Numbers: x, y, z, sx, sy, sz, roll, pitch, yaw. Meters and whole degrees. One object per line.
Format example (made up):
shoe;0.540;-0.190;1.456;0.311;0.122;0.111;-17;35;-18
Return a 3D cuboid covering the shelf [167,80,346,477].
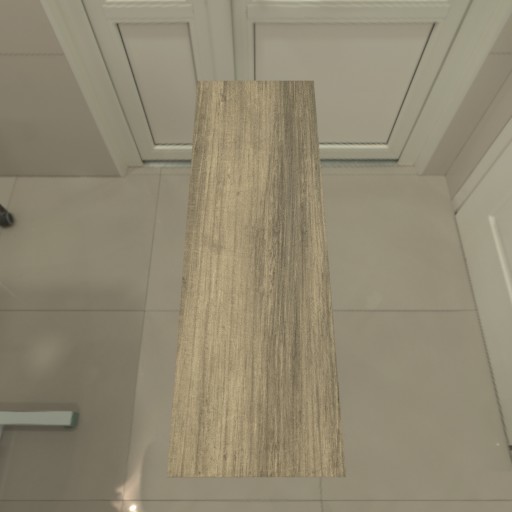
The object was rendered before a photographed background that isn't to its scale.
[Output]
shelf;0.000;0.000;0.684;0.200;0.125;0.610;0;64;0
